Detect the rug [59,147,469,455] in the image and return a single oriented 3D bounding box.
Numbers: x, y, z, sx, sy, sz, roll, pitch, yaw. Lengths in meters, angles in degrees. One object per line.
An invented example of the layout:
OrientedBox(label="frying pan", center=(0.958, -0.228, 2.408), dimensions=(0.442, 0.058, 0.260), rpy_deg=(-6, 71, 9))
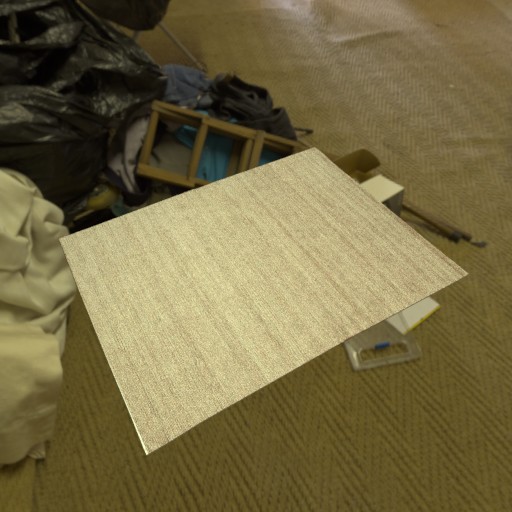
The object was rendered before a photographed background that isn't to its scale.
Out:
OrientedBox(label="rug", center=(0.000, 0.000, 4.299), dimensions=(3.202, 0.045, 2.434), rpy_deg=(-24, 52, -20))
